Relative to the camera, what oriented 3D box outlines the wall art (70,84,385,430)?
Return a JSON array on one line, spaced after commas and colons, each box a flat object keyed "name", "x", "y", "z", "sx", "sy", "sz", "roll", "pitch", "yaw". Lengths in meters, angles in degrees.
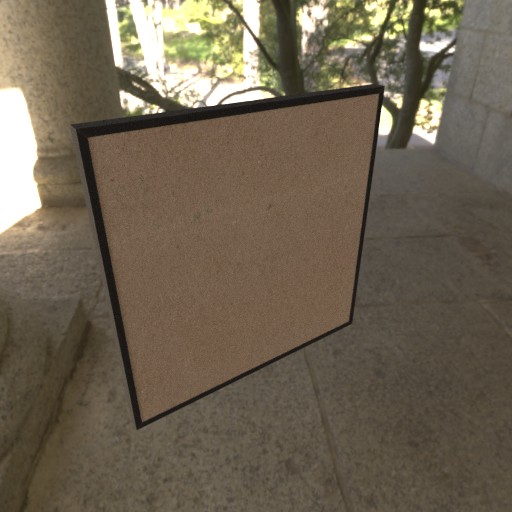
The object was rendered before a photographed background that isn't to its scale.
[{"name": "wall art", "x": 0.000, "y": 0.000, "z": 1.138, "sx": 0.762, "sy": 0.762, "sz": 0.038, "roll": -19, "pitch": 35, "yaw": -29}]
